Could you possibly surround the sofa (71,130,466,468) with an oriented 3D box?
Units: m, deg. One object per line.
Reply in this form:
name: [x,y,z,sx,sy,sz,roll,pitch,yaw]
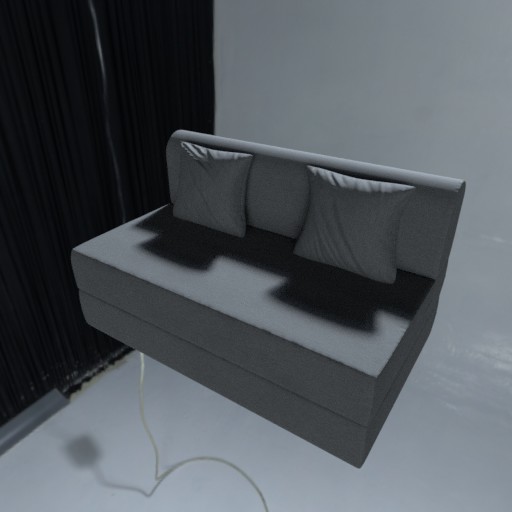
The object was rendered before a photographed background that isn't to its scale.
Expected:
sofa: [0.000,0.000,1.665,1.225,0.670,0.762,18,34,29]
